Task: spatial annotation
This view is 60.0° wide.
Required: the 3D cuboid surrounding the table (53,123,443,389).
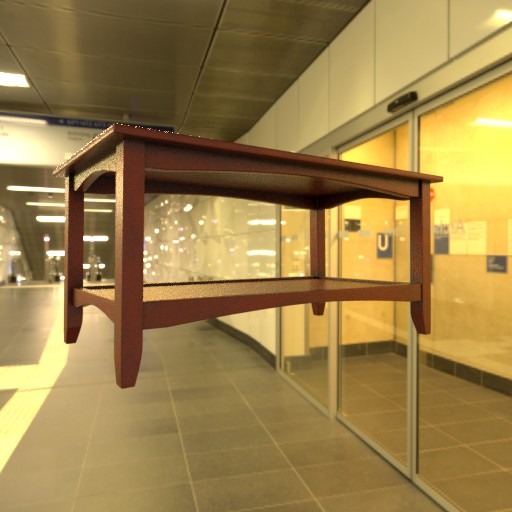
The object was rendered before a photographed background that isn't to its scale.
[{"bbox_3d":[0.000,0.000,1.227,0.943,0.456,0.533,0,1,-35],"label":"table"}]
